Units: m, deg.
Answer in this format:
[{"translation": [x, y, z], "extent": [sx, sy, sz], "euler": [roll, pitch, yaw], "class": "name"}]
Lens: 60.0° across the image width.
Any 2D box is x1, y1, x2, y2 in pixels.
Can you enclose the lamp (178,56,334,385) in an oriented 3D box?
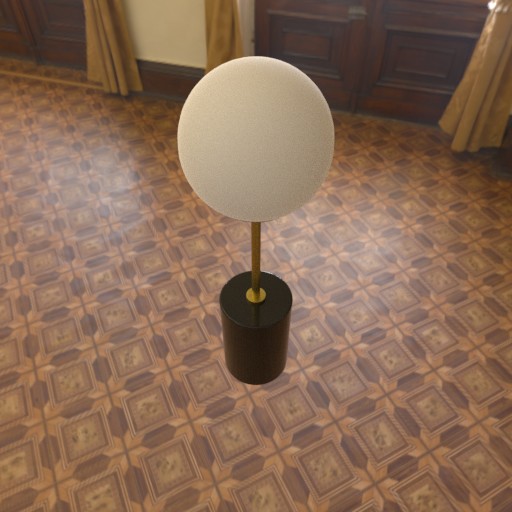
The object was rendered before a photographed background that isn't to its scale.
[{"translation": [0.000, 0.000, 0.556], "extent": [0.153, 0.480, 0.153], "euler": [0, 46, 0], "class": "lamp"}]
